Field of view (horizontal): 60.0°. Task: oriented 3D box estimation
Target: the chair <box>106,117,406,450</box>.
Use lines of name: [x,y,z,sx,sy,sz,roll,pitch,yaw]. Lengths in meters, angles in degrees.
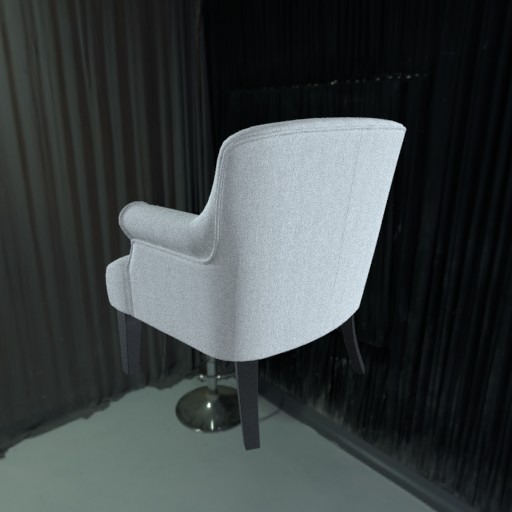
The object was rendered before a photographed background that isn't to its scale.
chair: [0.000,0.000,1.466,0.781,0.875,0.750,-16,24,-42]
